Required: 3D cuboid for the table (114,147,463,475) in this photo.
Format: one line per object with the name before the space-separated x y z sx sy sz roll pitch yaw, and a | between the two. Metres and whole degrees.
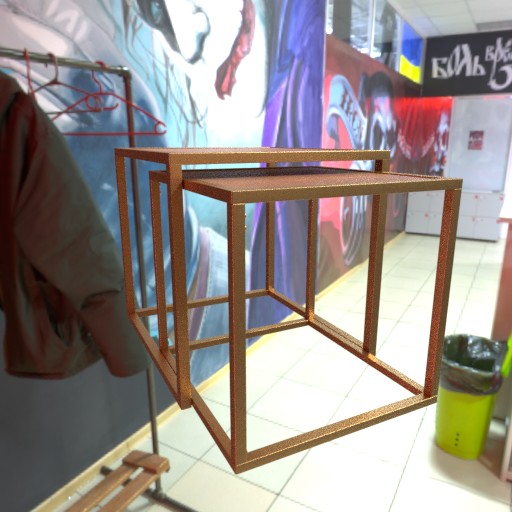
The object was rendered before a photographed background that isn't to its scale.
table | 0.000 0.000 1.080 0.505 0.505 0.762 -7 16 -26
